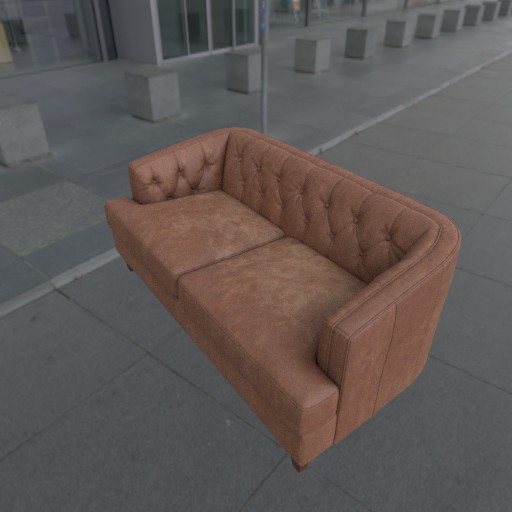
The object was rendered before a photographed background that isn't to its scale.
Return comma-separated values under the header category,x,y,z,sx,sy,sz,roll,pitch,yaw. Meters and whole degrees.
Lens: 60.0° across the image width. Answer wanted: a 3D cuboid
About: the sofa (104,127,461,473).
category,x,y,z,sx,sy,sz,roll,pitch,yaw
sofa,0.000,0.000,2.197,0.914,0.786,1.755,-22,39,-29
